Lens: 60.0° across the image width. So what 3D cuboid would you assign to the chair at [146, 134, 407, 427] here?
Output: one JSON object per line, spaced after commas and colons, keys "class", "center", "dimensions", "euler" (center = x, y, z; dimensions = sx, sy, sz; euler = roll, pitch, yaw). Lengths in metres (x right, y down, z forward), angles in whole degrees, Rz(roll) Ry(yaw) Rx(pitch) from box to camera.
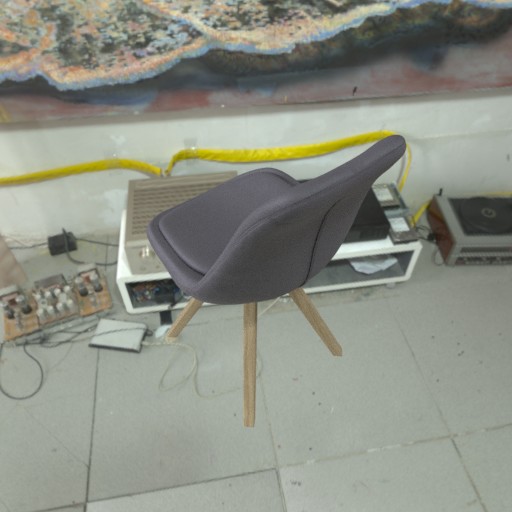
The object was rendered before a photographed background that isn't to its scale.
{"class": "chair", "center": [0.000, 0.000, 1.189], "dimensions": [0.483, 0.865, 0.547], "euler": [-31, 54, -26]}
